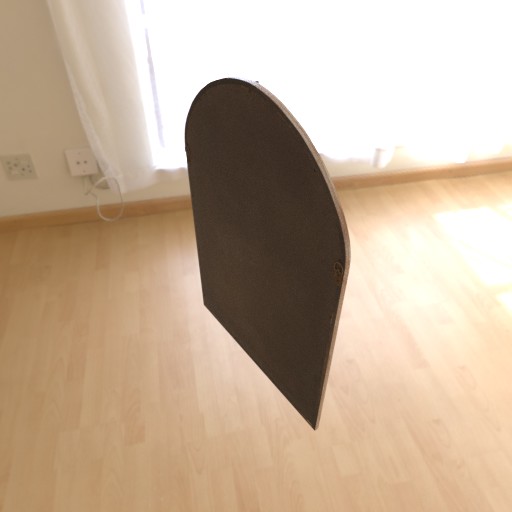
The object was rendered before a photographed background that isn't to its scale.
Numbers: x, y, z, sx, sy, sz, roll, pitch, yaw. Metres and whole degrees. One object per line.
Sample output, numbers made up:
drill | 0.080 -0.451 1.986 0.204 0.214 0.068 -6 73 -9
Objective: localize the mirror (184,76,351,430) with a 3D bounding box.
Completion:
mirror | 0.000 0.000 1.169 0.032 0.915 0.609 -27 49 -26
